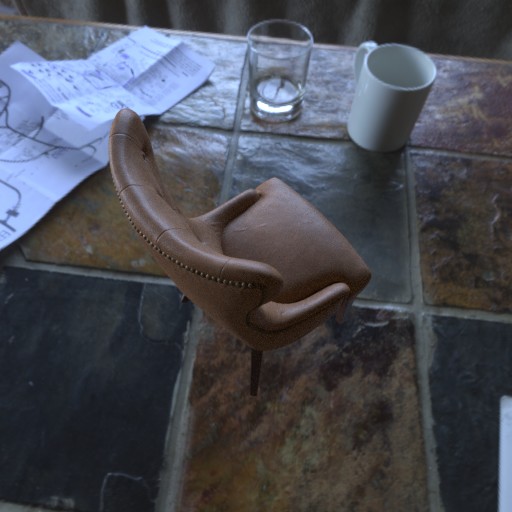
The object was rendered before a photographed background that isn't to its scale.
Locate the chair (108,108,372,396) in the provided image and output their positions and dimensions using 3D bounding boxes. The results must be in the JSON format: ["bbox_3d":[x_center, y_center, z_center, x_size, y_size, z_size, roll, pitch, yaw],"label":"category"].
[{"bbox_3d":[0.000,0.000,1.479,0.669,1.065,0.611,-34,66,-18],"label":"chair"}]
